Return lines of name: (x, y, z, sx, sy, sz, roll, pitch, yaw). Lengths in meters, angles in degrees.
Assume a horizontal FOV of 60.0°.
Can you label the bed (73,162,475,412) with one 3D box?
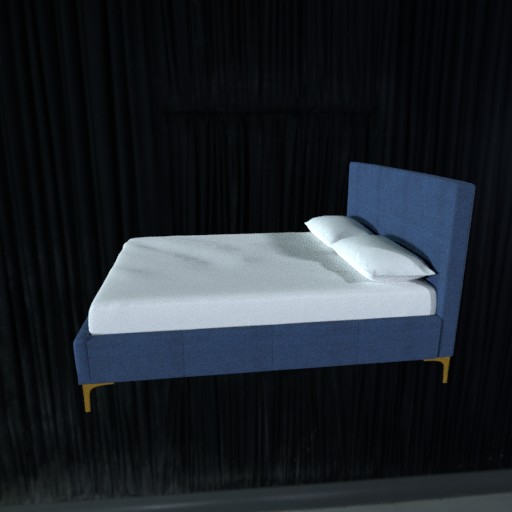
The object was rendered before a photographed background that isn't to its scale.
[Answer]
bed: (0.000, 0.000, 3.216, 2.172, 1.231, 1.723, -2, 16, -8)
